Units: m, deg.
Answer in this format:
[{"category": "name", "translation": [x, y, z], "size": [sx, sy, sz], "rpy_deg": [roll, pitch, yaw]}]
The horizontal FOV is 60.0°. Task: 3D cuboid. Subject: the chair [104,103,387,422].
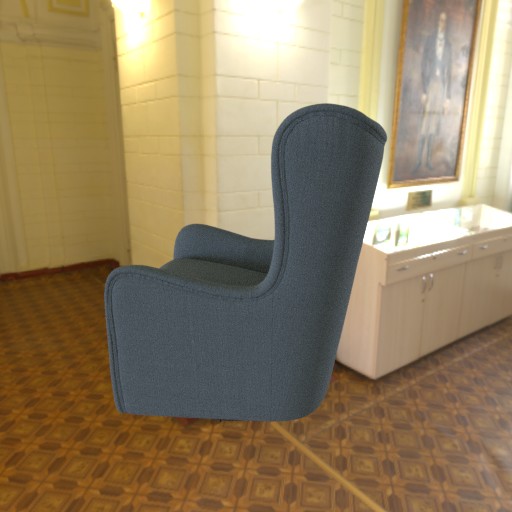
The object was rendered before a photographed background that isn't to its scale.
[{"category": "chair", "translation": [0.000, 0.000, 1.754], "size": [0.930, 1.079, 0.831], "rpy_deg": [2, 15, 9]}]
